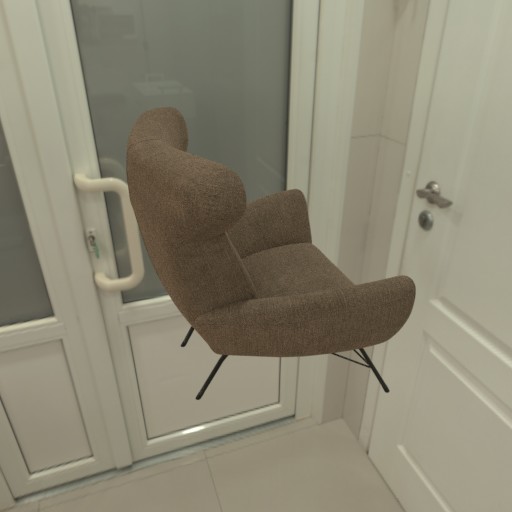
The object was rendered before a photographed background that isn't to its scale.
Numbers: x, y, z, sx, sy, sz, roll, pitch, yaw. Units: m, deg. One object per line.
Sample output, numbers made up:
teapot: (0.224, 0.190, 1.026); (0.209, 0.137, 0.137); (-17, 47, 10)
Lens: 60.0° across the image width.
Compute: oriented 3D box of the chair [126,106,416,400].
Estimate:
chair: (0.000, 0.000, 1.769); (0.900, 1.040, 0.980); (-10, 31, -17)
